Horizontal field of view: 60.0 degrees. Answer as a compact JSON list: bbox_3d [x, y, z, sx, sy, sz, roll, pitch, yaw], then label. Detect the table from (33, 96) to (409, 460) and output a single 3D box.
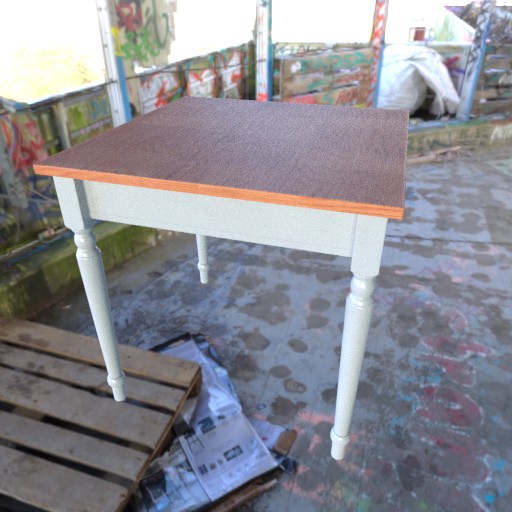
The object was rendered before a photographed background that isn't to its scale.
[{"bbox_3d":[0.000,0.000,1.325,0.747,0.738,0.747,9,32,15],"label":"table"}]
